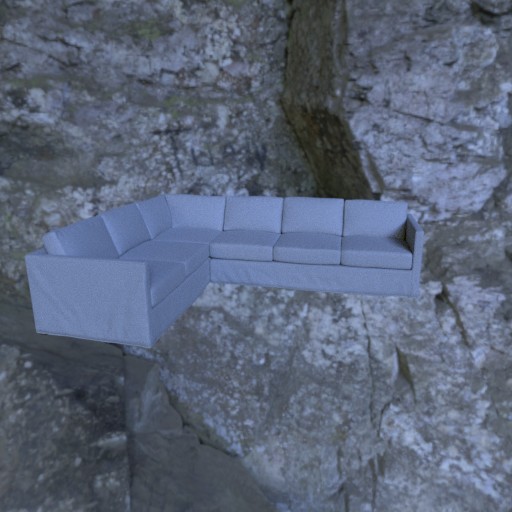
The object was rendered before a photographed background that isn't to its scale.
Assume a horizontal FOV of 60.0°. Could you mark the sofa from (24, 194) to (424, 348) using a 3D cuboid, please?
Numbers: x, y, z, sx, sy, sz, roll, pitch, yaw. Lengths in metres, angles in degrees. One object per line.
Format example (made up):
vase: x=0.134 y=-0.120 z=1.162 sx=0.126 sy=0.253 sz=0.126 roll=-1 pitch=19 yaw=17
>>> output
sofa: x=0.000 y=0.000 z=4.322 sx=3.182 sy=0.871 sz=2.432 roll=3 pitch=16 yaw=11
